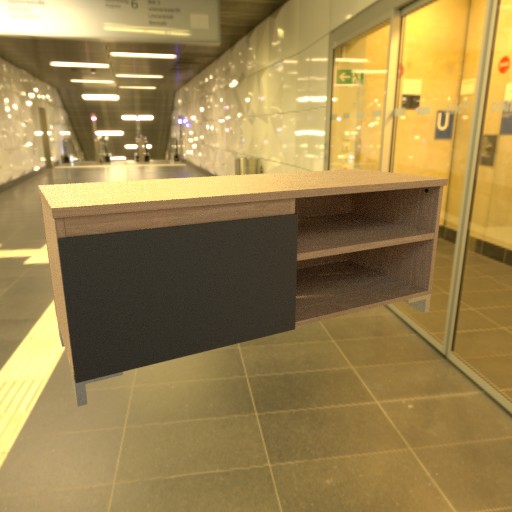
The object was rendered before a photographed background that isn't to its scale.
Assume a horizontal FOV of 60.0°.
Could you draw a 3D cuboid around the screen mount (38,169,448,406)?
[{"bbox_3d":[0.000,0.000,1.300,1.084,0.432,0.406,-8,18,-27],"label":"screen mount"}]
